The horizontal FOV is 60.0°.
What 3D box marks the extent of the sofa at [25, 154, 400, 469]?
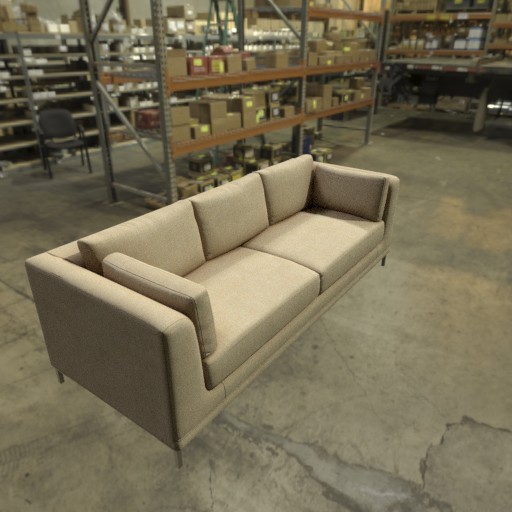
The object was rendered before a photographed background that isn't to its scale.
[{"bbox_3d":[0.000,0.000,2.851,0.969,0.867,2.415,18,32,32],"label":"sofa"}]
